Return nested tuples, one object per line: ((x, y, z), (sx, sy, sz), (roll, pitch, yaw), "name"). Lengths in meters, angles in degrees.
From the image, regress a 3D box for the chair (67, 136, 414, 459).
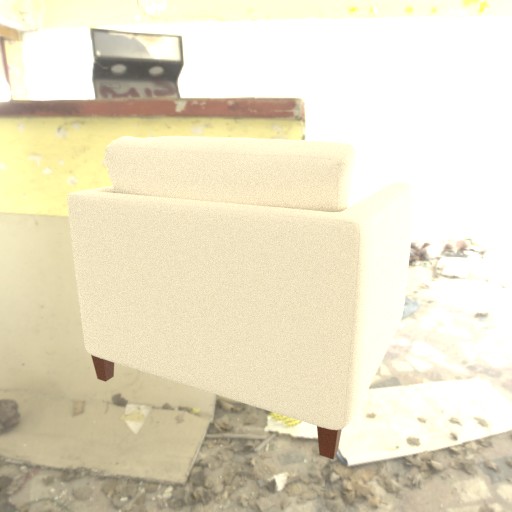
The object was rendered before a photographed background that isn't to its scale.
((0.000, 0.000, 1.684), (1.019, 0.885, 0.878), (8, 18, 26), "chair")
